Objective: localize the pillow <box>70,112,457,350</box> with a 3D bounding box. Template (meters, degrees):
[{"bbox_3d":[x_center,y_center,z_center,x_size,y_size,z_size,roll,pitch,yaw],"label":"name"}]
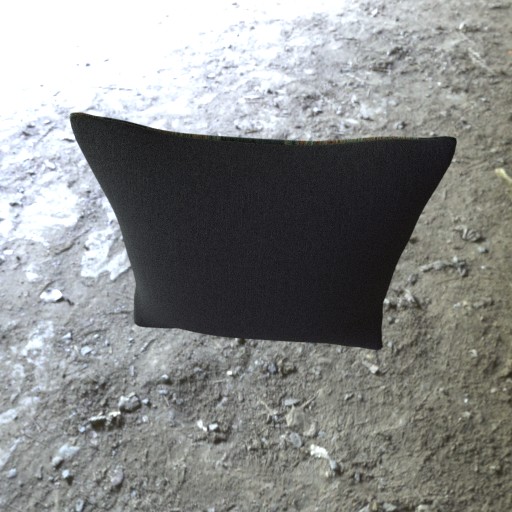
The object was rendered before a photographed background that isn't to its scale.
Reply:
[{"bbox_3d":[0.000,0.000,0.634,0.437,0.419,0.136,5,47,5],"label":"pillow"}]
